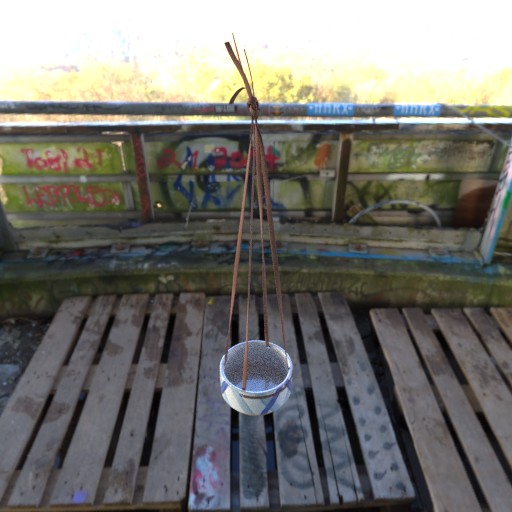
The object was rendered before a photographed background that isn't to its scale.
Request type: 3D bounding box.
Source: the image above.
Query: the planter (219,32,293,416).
[{"bbox_3d":[0.000,0.000,0.838,0.166,0.751,0.166,0,32,0],"label":"planter"}]
